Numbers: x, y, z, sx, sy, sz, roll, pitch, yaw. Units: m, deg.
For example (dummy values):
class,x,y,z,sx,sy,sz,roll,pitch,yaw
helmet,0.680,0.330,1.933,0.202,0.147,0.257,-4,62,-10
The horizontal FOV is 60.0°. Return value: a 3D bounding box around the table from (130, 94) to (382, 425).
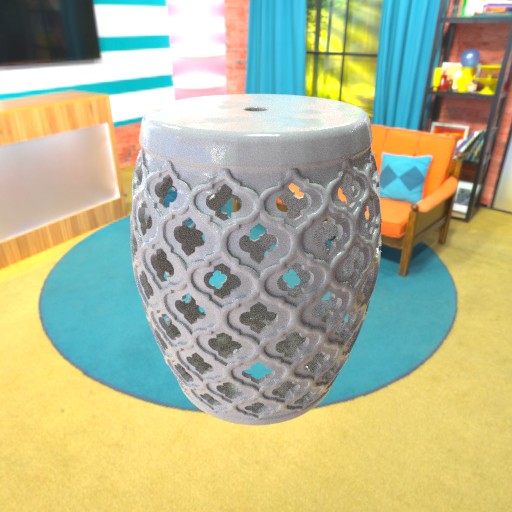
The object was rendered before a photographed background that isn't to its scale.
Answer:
class,x,y,z,sx,sy,sz,roll,pitch,yaw
table,0.000,0.000,0.607,0.325,0.388,0.325,0,28,0
